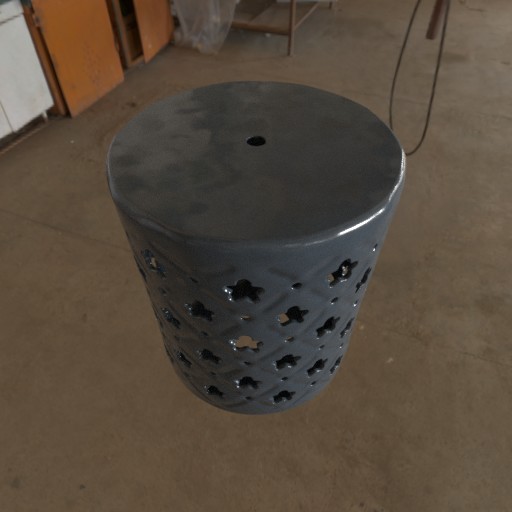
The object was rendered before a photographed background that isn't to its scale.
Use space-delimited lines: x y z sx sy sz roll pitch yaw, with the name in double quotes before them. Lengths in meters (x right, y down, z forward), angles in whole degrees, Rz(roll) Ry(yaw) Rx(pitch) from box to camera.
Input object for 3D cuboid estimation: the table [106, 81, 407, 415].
"table" 0.000 0.000 0.657 0.352 0.387 0.352 0 45 0
